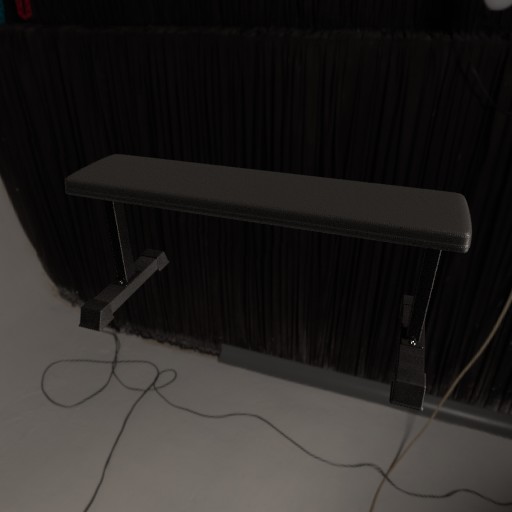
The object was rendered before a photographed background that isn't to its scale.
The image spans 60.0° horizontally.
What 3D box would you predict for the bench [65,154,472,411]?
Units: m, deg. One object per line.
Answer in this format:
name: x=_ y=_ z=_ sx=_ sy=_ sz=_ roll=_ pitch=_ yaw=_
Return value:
bench: x=0.000 y=0.000 z=1.297 sx=1.072 sy=0.453 sz=0.439 roll=10 pitch=32 yaw=16
